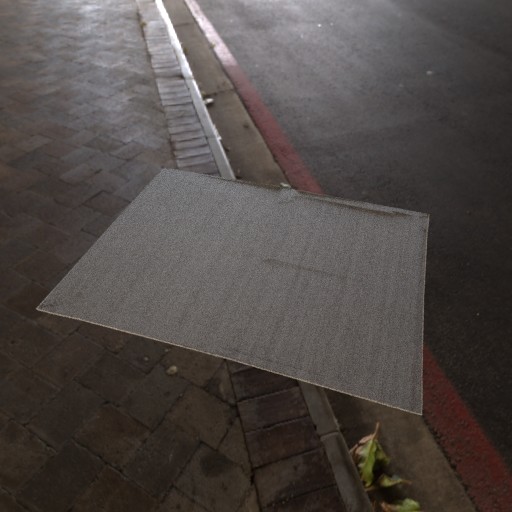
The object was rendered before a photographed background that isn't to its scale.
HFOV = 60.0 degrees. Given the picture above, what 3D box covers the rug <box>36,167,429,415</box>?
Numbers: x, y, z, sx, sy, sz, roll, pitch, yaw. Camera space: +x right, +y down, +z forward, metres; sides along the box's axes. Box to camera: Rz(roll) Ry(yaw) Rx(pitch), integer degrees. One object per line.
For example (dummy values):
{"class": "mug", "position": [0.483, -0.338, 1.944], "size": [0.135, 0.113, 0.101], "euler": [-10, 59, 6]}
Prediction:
{"class": "rug", "position": [0.000, 0.000, 5.073], "size": [3.778, 0.053, 2.873], "euler": [12, 44, 13]}
